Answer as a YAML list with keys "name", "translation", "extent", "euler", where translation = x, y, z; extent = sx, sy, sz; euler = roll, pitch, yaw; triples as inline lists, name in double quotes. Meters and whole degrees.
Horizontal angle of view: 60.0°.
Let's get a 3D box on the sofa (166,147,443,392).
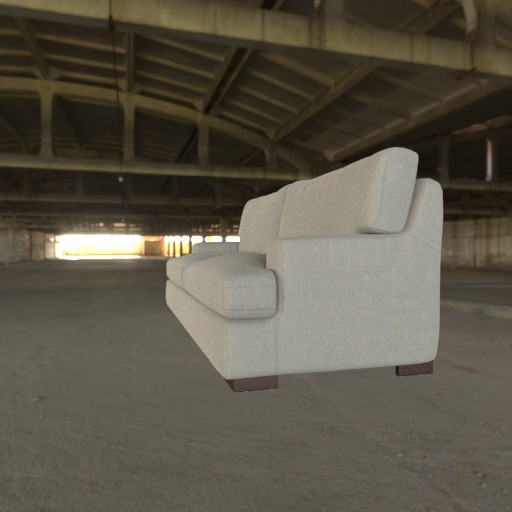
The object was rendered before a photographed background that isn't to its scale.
- name: "sofa"
  translation: [0.000, 0.000, 2.848]
  extent: [0.962, 0.980, 2.354]
  euler: [0, 1, -17]
